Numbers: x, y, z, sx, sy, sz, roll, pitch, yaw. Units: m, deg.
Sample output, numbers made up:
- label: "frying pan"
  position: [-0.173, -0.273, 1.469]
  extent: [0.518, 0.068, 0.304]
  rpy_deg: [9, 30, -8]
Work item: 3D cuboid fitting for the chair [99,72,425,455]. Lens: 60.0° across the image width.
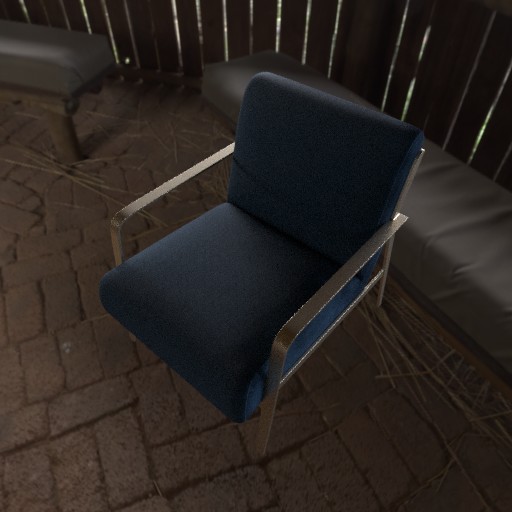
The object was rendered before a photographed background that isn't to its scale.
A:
- label: "chair"
  position: [0.000, 0.000, 1.464]
  extent: [0.692, 0.831, 0.859]
  rpy_deg: [32, 54, 27]
